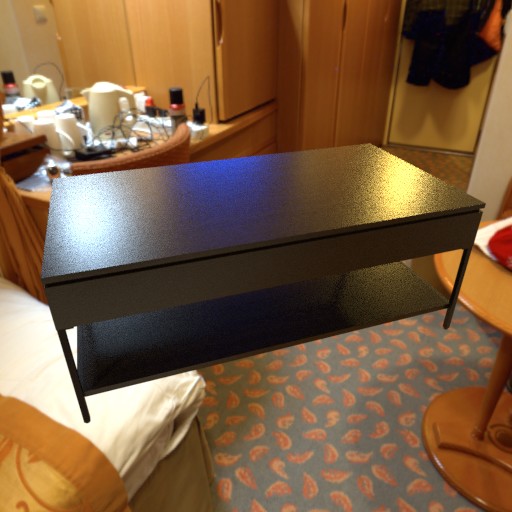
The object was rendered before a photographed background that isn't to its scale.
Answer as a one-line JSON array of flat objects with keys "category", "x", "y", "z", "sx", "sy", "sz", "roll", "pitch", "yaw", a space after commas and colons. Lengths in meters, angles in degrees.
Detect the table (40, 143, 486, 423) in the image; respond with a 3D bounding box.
[{"category": "table", "x": 0.000, "y": 0.000, "z": 1.367, "sx": 1.095, "sy": 0.435, "sz": 0.574, "roll": -10, "pitch": 32, "yaw": -16}]
